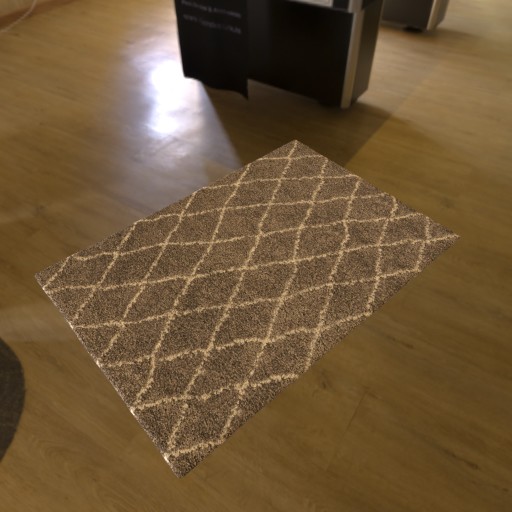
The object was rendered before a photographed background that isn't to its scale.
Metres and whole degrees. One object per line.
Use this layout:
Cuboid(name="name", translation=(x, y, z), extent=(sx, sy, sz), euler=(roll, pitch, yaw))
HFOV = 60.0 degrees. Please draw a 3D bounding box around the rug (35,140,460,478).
Cuboid(name="rug", translation=(0.000, 0.000, 2.225), extent=(1.778, 0.030, 1.219), euler=(-33, 55, -27))
